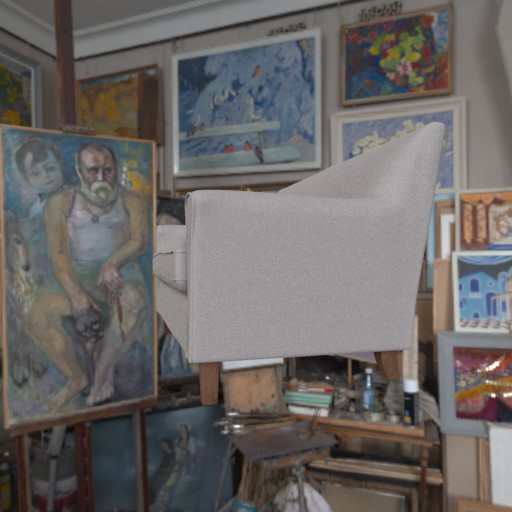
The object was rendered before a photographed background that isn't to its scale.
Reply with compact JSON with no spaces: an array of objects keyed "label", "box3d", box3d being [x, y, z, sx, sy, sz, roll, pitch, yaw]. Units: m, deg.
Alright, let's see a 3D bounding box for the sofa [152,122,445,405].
[{"label":"sofa","box3d":[0.000,0.000,2.055,0.888,0.890,1.482,0,-1,-17]}]
